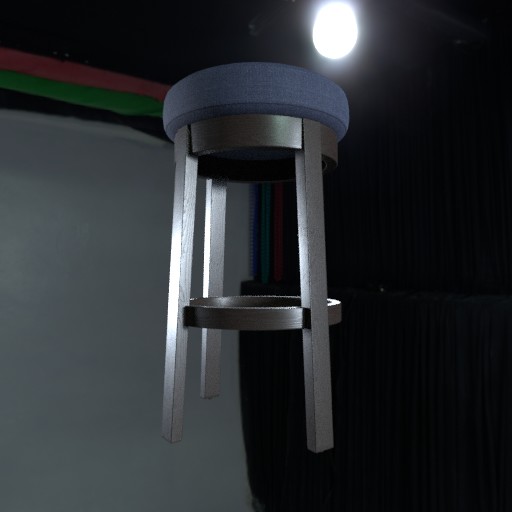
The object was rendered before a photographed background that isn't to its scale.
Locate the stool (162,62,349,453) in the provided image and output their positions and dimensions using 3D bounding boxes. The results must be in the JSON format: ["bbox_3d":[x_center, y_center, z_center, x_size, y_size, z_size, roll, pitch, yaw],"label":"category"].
[{"bbox_3d":[0.000,0.000,1.032,0.446,0.758,0.446,0,-2,0],"label":"stool"}]
